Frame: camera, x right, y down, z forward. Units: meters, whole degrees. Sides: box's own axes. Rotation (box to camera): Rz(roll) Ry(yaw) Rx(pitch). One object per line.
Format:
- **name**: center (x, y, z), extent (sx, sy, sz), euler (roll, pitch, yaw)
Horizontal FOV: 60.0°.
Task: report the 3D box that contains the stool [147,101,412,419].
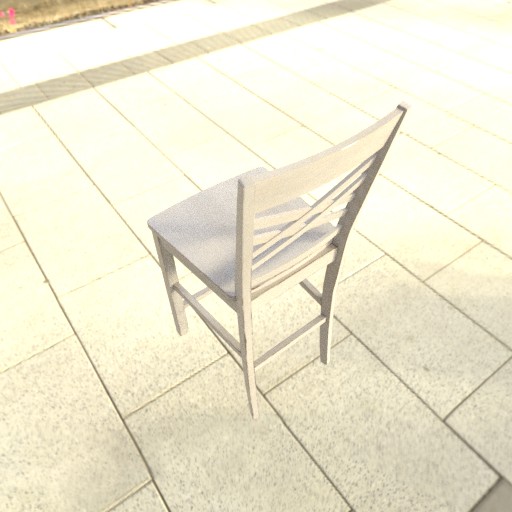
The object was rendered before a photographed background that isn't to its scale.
- **stool**: center (0.000, 0.000, 1.389), extent (0.462, 1.079, 0.539), euler (-30, 53, -25)
